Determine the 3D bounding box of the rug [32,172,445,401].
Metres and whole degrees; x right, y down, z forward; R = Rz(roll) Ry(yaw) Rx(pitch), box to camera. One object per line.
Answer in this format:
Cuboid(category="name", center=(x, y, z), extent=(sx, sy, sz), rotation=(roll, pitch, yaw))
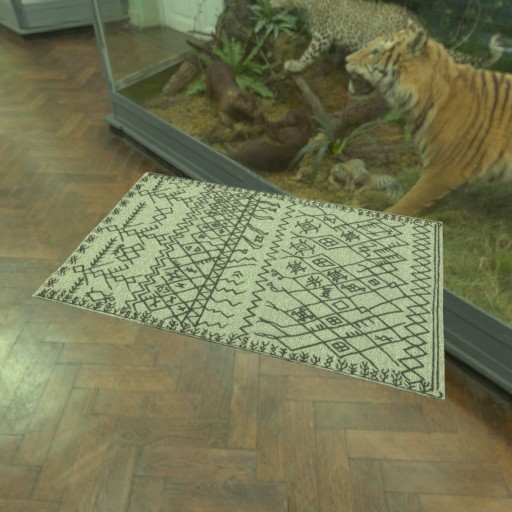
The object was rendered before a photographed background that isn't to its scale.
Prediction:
Cuboid(category="rug", center=(0.000, 0.000, 4.742), extent=(3.824, 0.019, 2.393), rotation=(12, 43, 13))
